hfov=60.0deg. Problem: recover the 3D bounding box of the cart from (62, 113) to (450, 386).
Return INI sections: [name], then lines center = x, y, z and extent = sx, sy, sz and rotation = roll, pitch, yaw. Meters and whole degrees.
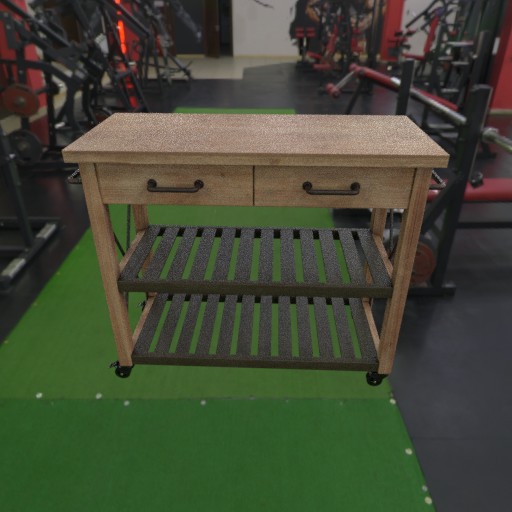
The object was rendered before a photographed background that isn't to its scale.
[cart]
center = 0.000, 0.000, 0.992
extent = 0.686, 0.554, 0.298
rotation = 1, 30, 2
